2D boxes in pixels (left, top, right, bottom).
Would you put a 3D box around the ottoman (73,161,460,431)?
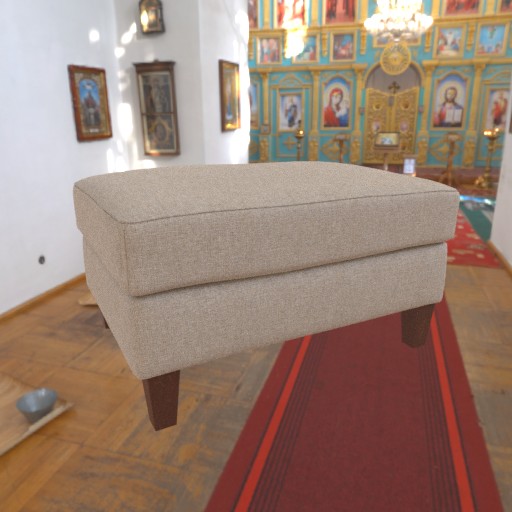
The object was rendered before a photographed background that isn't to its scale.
[{"bbox_3d":[0.000,0.000,1.285,0.898,0.519,0.677,-9,18,-27],"label":"ottoman"}]
